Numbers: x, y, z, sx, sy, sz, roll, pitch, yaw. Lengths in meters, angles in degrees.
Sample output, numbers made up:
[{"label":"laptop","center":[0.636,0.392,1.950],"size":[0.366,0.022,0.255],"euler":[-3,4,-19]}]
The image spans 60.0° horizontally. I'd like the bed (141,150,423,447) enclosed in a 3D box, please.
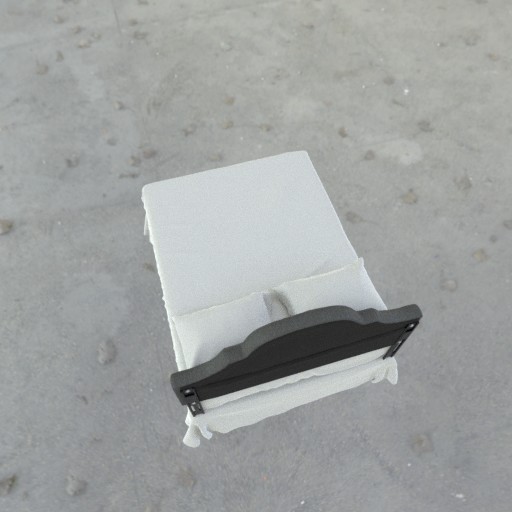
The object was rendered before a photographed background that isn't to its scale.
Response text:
[{"label":"bed","center":[0.000,0.000,3.482],"size":[1.780,1.634,2.222],"euler":[-14,59,-9]}]
